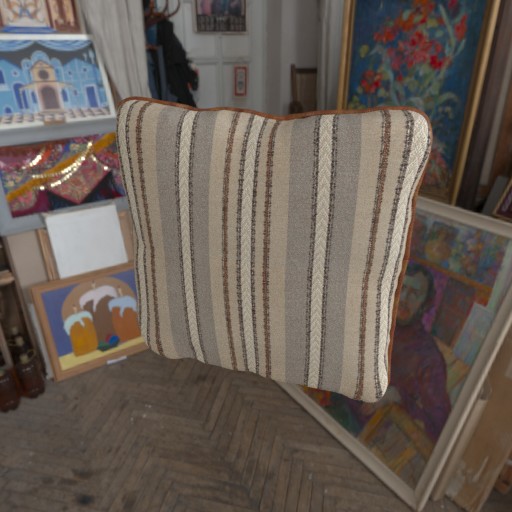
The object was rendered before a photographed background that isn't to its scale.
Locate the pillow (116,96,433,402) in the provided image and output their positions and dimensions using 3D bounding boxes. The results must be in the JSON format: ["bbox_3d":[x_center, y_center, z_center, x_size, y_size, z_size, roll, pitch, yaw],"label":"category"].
[{"bbox_3d":[0.000,0.000,0.738,0.489,0.490,0.130,8,27,17],"label":"pillow"}]
